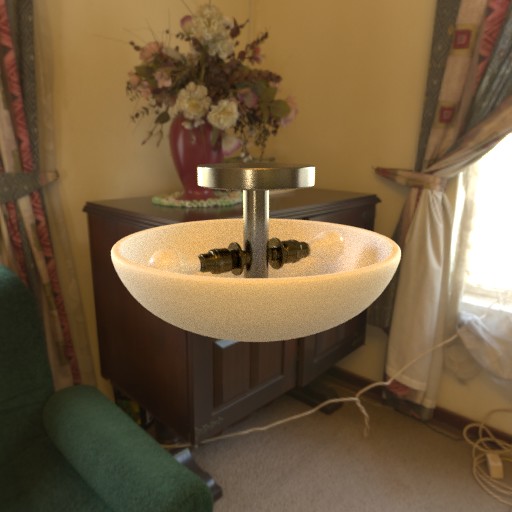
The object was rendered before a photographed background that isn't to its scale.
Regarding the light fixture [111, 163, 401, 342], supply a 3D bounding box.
[{"bbox_3d":[0.000,0.000,0.533,0.330,0.214,0.330,0,14,0],"label":"light fixture"}]
